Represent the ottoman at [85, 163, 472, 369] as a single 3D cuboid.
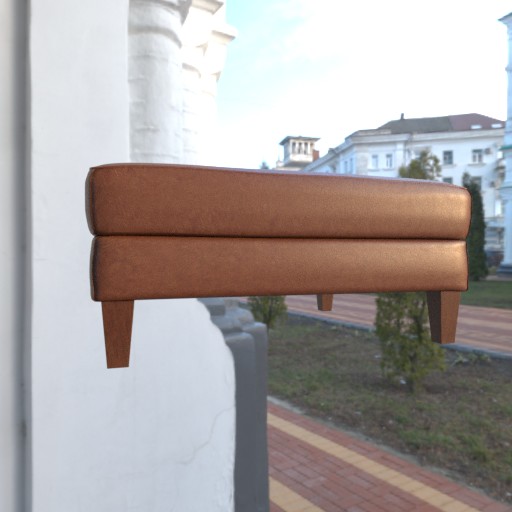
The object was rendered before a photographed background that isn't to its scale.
[{"bbox_3d":[0.000,0.000,1.425,0.987,0.472,0.836,0,0,-18],"label":"ottoman"}]
